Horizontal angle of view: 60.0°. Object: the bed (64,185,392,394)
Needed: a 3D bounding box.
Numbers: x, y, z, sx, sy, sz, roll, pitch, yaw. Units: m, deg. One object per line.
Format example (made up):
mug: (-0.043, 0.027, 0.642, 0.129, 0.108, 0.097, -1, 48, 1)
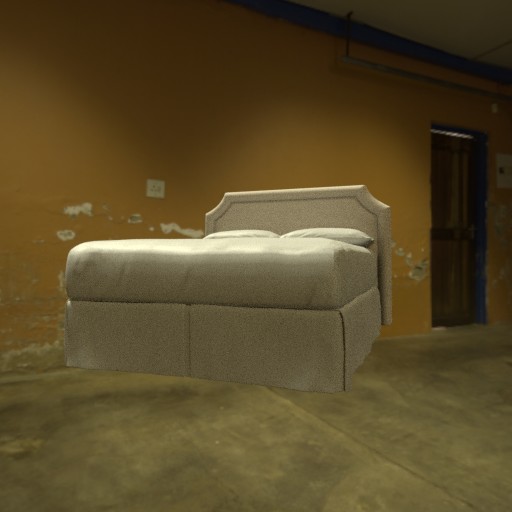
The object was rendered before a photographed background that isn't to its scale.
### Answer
bed: (0.000, 0.000, 3.285, 1.828, 1.297, 2.164, 0, -1, 20)
